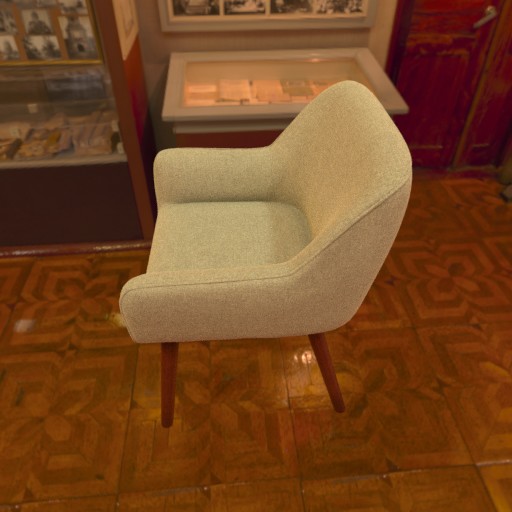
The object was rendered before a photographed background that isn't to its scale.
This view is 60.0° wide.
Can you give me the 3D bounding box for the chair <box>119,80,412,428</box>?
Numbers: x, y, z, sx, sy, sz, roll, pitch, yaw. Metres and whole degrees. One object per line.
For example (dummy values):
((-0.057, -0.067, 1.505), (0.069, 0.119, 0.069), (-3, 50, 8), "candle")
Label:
((0.000, 0.000, 1.238), (0.610, 0.813, 0.610), (-2, 41, -2), "chair")
